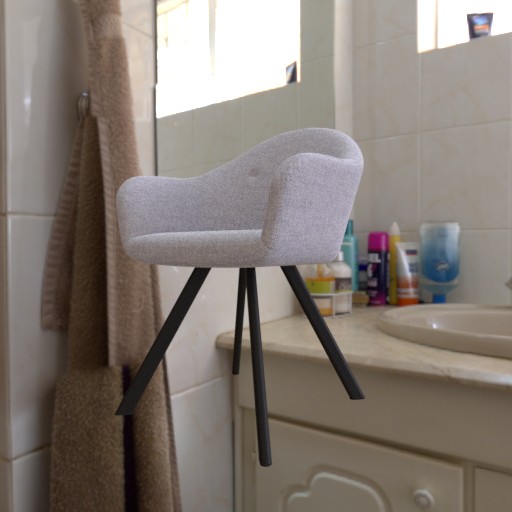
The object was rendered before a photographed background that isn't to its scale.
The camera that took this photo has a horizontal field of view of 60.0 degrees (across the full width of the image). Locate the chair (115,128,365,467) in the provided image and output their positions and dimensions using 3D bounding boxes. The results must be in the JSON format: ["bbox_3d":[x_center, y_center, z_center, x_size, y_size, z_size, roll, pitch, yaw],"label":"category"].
[{"bbox_3d":[0.000,0.000,1.187,0.540,0.780,0.570,1,1,36],"label":"chair"}]
